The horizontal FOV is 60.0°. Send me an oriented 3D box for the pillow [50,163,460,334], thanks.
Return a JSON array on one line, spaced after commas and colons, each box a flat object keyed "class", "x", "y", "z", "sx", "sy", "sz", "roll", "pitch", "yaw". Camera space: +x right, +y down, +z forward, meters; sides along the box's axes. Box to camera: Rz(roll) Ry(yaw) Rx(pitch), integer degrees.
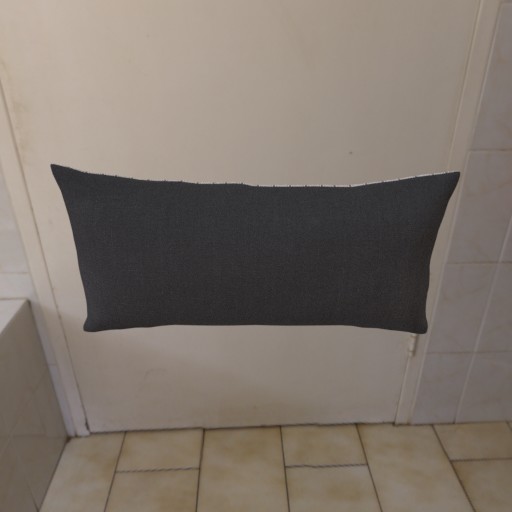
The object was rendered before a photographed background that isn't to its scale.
[{"class": "pillow", "x": 0.000, "y": 0.000, "z": 0.722, "sx": 0.609, "sy": 0.305, "sz": 0.151, "roll": 0, "pitch": 28, "yaw": 0}]
